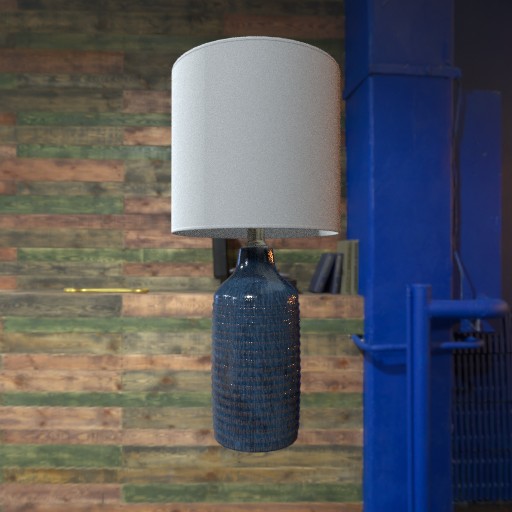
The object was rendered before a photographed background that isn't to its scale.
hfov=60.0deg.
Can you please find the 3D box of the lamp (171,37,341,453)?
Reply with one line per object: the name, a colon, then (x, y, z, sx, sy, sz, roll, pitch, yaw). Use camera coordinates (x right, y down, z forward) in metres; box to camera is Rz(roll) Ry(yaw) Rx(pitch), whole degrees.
lamp: (0.000, 0.000, 0.589, 0.220, 0.475, 0.220, 0, -1, 0)
